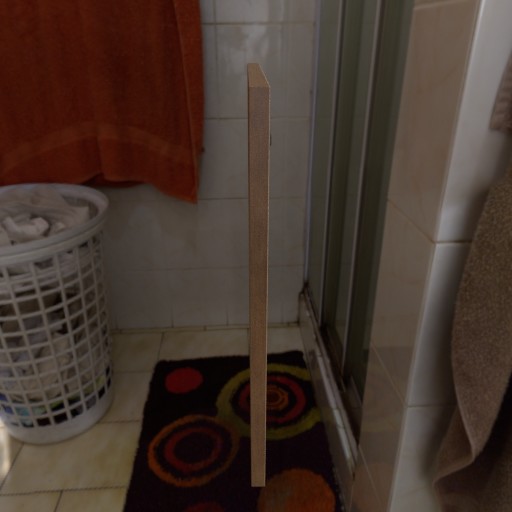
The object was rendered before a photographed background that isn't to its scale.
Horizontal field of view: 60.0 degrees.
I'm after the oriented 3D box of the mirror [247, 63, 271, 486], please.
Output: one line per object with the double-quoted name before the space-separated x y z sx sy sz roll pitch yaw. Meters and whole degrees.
"mirror" 0.000 0.000 1.317 0.040 1.016 0.762 -1 26 -1
